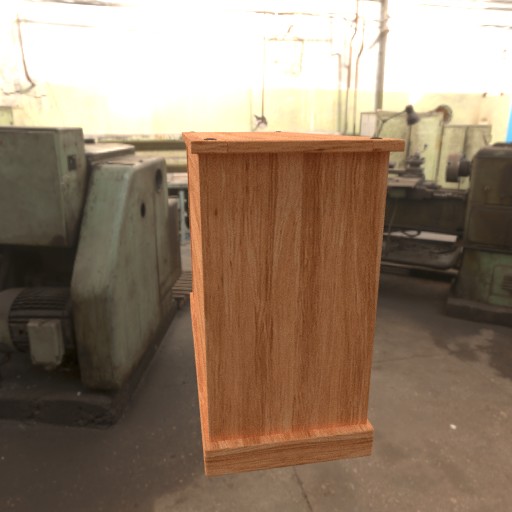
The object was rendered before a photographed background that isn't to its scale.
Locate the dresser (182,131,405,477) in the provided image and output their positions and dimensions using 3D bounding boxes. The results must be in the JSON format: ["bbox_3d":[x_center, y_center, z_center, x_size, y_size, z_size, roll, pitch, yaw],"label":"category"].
[{"bbox_3d":[0.000,0.000,1.389,0.410,0.740,0.990,-3,17,-10],"label":"dresser"}]
